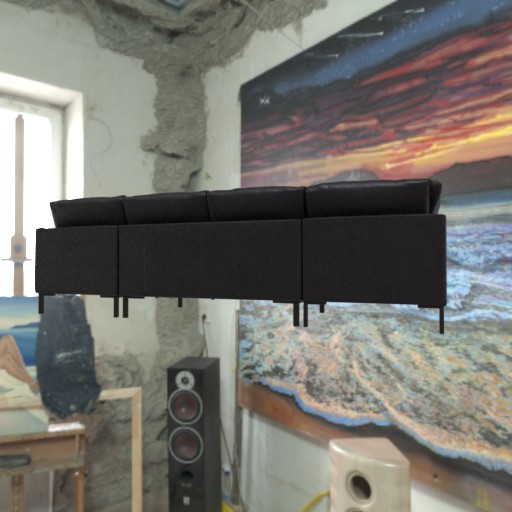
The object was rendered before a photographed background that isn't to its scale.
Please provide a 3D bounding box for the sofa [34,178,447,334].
[{"bbox_3d":[0.000,0.000,3.813,2.956,0.900,1.939,0,-1,20],"label":"sofa"}]
